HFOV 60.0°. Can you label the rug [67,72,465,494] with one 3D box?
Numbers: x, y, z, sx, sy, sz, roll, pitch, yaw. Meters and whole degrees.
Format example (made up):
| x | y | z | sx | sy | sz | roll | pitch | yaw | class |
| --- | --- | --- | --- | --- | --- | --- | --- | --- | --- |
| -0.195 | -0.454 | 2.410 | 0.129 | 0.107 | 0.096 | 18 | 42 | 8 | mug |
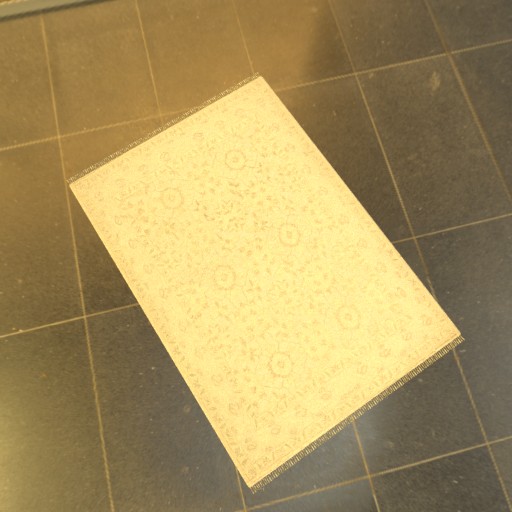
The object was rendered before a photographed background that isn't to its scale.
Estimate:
| x | y | z | sx | sy | sz | roll | pitch | yaw | class |
| --- | --- | --- | --- | --- | --- | --- | --- | --- | --- |
| 0.000 | 0.000 | 2.776 | 1.514 | 0.011 | 2.233 | -32 | 77 | -8 | rug |
